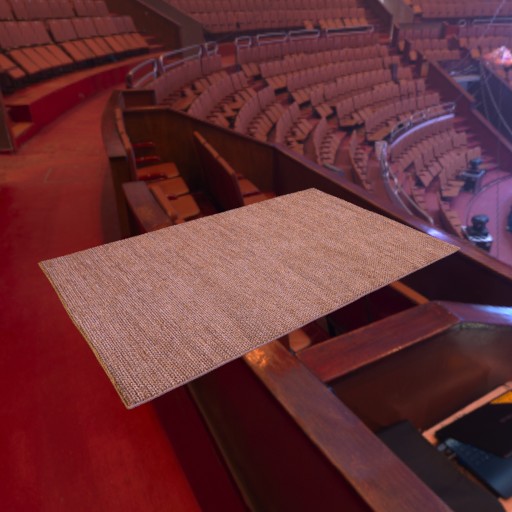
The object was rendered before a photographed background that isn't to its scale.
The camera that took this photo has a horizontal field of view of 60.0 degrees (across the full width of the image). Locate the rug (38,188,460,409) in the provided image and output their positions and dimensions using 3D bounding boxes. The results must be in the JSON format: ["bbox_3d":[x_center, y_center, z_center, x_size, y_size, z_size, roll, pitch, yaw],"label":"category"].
[{"bbox_3d":[0.000,0.000,3.003,2.438,0.034,1.521,-19,34,-31],"label":"rug"}]
